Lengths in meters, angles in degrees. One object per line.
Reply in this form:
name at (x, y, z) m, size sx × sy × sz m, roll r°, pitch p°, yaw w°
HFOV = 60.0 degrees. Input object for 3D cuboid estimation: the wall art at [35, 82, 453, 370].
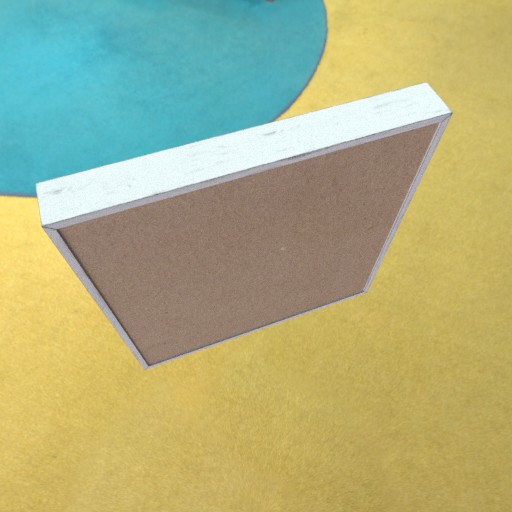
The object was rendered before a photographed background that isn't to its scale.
wall art at (0.000, 0.000, 0.448) m, size 0.305 × 0.305 × 0.038 m, roll -18°, pitch 60°, yaw -10°
